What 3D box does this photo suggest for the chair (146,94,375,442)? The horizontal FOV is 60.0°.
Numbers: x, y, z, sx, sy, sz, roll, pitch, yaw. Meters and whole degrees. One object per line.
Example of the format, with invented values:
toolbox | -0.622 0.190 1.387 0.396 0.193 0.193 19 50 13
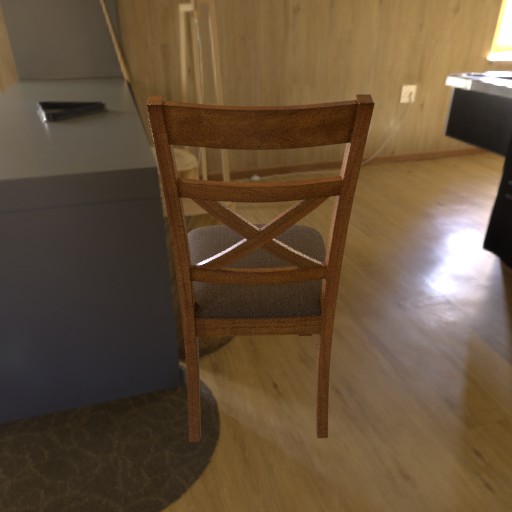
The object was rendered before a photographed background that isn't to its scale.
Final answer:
chair | 0.000 0.000 1.258 0.470 0.949 0.581 -1 29 -2
